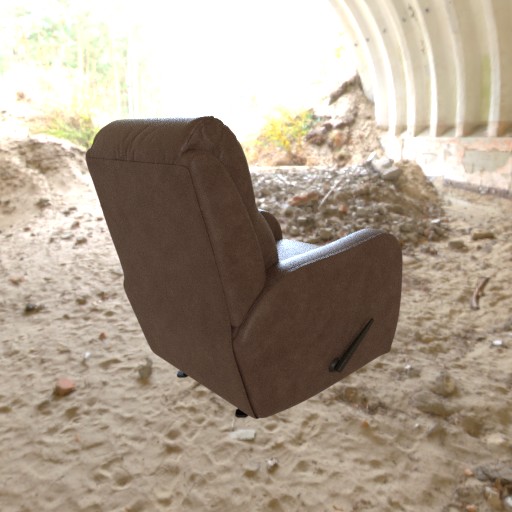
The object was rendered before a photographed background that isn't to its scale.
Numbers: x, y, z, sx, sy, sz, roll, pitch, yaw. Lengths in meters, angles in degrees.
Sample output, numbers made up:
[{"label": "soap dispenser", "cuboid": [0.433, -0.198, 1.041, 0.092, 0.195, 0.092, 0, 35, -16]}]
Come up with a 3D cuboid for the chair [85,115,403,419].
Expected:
[{"label": "chair", "cuboid": [0.000, 0.000, 1.814, 1.067, 1.067, 0.865, -14, 20, -41]}]
